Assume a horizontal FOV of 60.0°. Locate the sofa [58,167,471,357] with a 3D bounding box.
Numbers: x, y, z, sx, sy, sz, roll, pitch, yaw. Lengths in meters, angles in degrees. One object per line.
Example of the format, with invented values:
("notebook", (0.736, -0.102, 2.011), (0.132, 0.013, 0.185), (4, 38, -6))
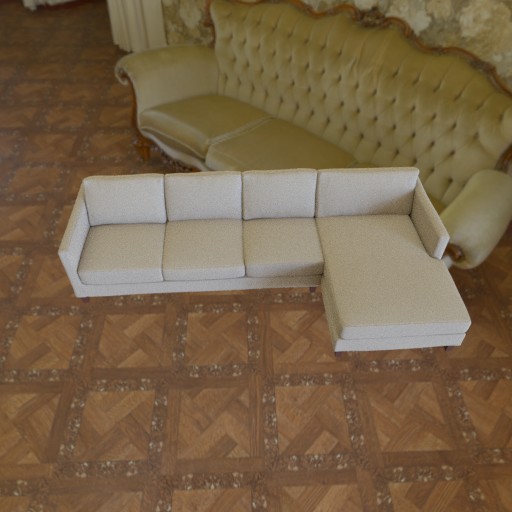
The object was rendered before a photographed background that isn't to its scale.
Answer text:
("sofa", (0.000, 0.000, 3.811), (3.186, 0.861, 1.625), (-2, 46, -2))
